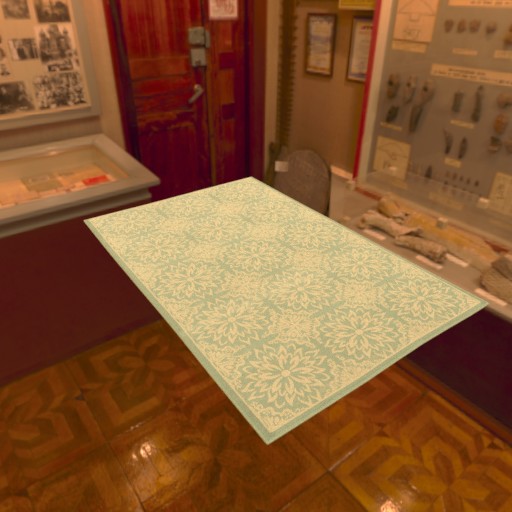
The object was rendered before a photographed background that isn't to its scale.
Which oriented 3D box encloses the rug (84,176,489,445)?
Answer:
[{"bbox_3d":[0.000,0.000,3.420,1.819,0.018,2.746,-20,37,-29],"label":"rug"}]
